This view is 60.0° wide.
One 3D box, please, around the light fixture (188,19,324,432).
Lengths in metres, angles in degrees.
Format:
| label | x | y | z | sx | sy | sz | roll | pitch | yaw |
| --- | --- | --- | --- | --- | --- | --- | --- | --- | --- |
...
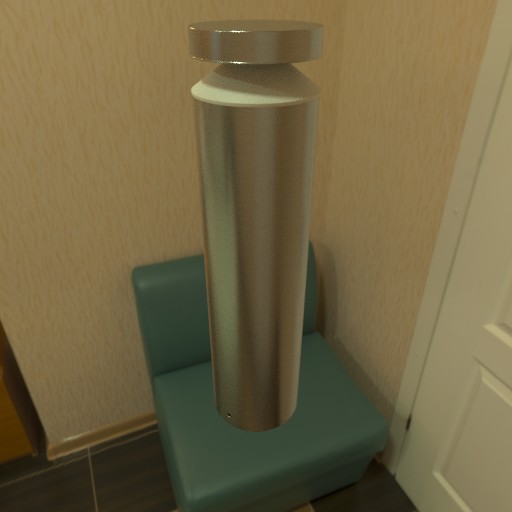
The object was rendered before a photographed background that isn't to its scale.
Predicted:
| label | x | y | z | sx | sy | sz | roll | pitch | yaw |
| --- | --- | --- | --- | --- | --- | --- | --- | --- | --- |
| light fixture | 0.000 | 0.000 | 0.432 | 0.102 | 0.400 | 0.102 | 22 | 38 | 31 |
